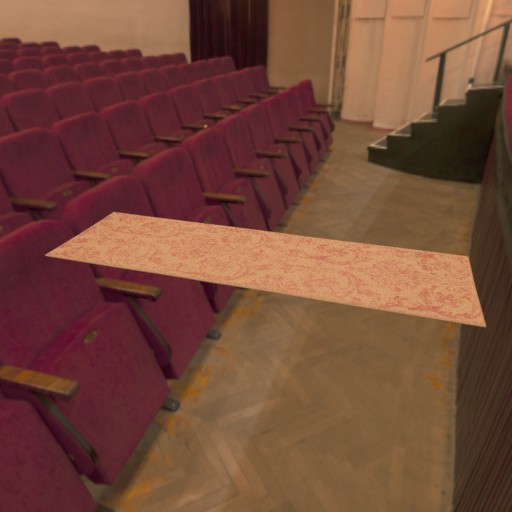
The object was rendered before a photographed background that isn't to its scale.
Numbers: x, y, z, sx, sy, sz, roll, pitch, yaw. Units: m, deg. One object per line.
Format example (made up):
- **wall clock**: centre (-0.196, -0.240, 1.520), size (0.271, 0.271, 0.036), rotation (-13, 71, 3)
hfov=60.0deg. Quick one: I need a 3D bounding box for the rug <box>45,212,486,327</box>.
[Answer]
- **rug**: centre (0.000, 0.000, 2.399), size (2.196, 0.011, 0.662), rotation (8, 28, 15)
